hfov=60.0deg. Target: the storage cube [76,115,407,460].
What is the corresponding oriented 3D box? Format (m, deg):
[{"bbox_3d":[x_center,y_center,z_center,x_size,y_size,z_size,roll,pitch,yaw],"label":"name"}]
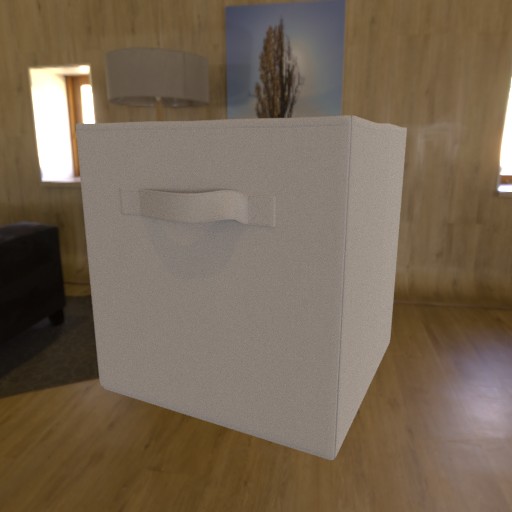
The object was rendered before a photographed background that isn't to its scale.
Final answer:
[{"bbox_3d":[0.000,0.000,0.495,0.270,0.280,0.270,7,16,26],"label":"storage cube"}]
